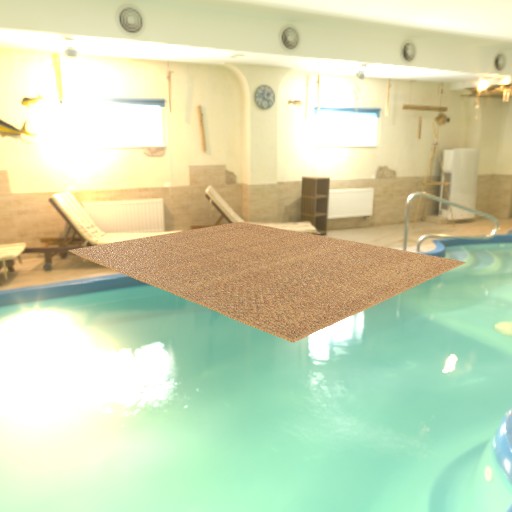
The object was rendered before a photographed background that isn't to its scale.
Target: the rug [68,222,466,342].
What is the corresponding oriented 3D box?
[{"bbox_3d":[0.000,0.000,4.290,2.439,0.013,3.048,-14,20,-43],"label":"rug"}]
